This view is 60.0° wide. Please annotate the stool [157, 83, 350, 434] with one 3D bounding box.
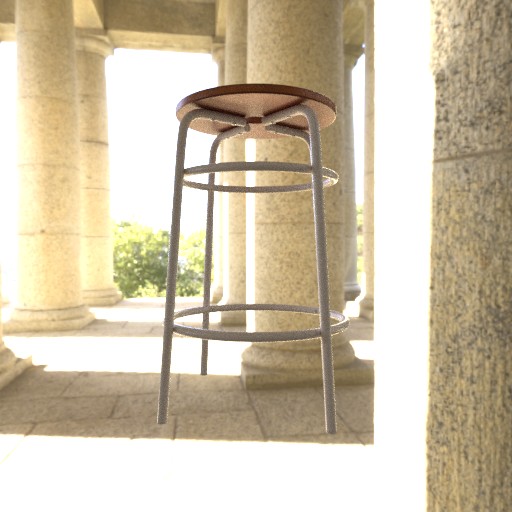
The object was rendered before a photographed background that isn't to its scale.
[{"bbox_3d":[0.000,0.000,0.945,0.455,0.610,0.455,-1,2,-37],"label":"stool"}]
